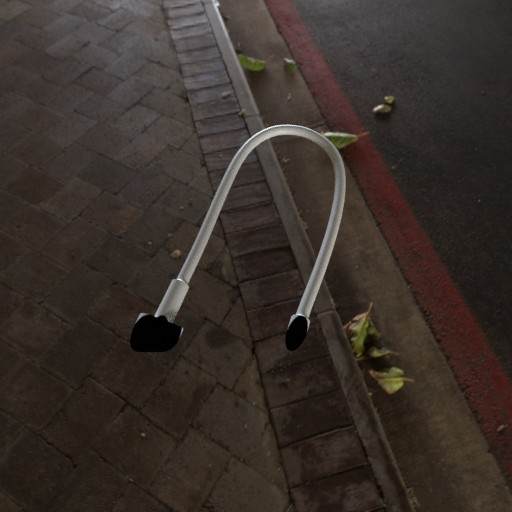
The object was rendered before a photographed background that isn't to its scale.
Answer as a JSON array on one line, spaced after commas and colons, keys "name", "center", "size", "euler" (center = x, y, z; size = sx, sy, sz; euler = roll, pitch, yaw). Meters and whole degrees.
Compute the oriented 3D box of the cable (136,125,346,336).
[{"name": "cable", "center": [0.000, 0.000, 0.111], "size": [0.041, 0.005, 0.098], "euler": [15, 58, 10]}]
